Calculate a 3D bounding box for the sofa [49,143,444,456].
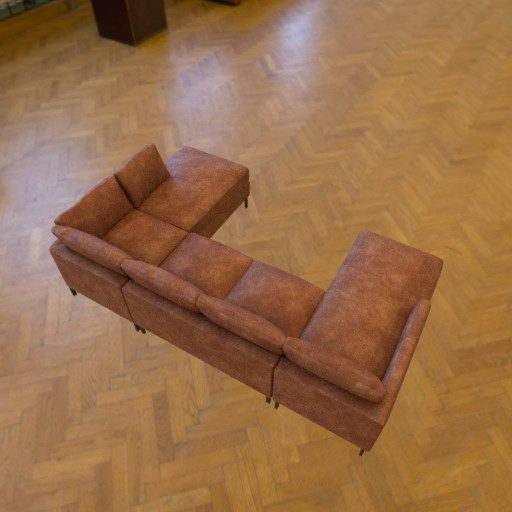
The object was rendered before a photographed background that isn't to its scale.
[{"bbox_3d":[0.000,0.000,3.891,2.956,0.900,1.939,23,53,19],"label":"sofa"}]
